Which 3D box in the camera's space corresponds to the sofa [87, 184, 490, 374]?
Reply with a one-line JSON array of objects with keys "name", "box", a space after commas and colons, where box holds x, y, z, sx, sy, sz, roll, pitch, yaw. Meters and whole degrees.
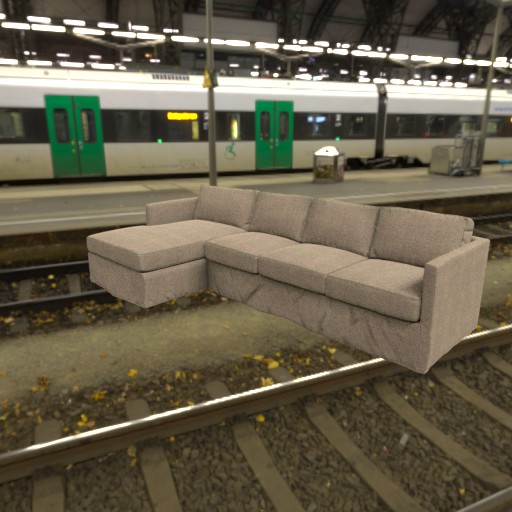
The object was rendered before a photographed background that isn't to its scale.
[{"name": "sofa", "box": [0.000, 0.000, 3.813, 3.205, 0.922, 1.650, 15, 22, 43]}]
